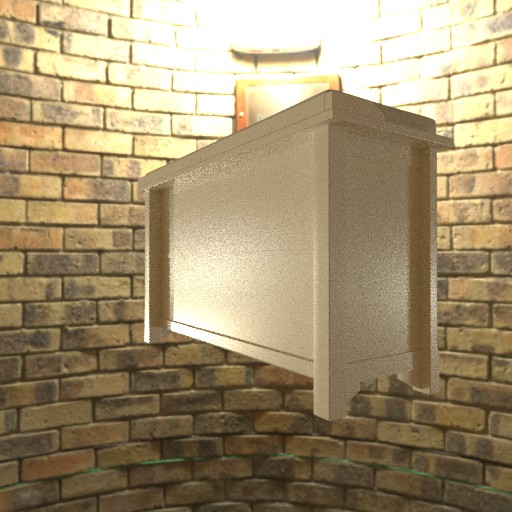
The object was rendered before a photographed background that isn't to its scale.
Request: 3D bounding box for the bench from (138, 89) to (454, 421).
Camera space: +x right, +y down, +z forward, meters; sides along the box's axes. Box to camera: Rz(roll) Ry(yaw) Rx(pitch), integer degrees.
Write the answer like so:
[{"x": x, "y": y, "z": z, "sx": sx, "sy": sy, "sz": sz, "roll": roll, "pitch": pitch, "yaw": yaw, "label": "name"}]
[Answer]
[{"x": 0.000, "y": 0.000, "z": 1.250, "sx": 0.346, "sy": 0.589, "sz": 0.987, "roll": 0, "pitch": -1, "yaw": -34, "label": "bench"}]
